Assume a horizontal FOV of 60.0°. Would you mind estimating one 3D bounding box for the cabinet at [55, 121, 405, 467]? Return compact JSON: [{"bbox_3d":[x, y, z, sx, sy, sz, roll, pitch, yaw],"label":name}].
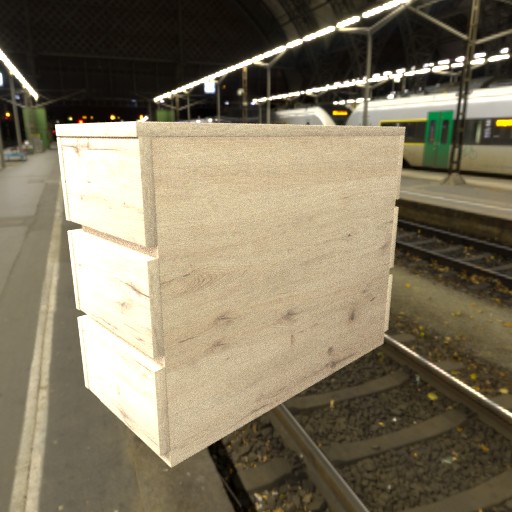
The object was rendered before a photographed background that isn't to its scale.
[{"bbox_3d":[0.000,0.000,1.458,1.040,0.820,0.420,-14,21,-42],"label":"cabinet"}]
